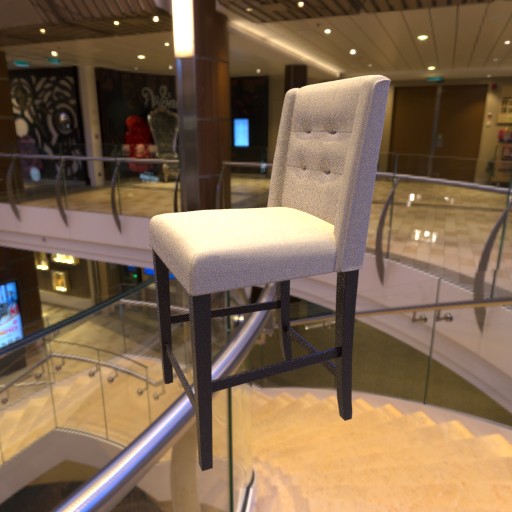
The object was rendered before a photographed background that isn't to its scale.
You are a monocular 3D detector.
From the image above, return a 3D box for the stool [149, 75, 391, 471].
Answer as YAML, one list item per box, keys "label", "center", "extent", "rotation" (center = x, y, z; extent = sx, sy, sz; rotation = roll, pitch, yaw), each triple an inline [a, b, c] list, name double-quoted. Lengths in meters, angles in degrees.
- label: "stool"
  center: [0.000, 0.000, 1.249]
  extent: [0.509, 0.939, 0.474]
  rotation: [-7, 17, -22]
